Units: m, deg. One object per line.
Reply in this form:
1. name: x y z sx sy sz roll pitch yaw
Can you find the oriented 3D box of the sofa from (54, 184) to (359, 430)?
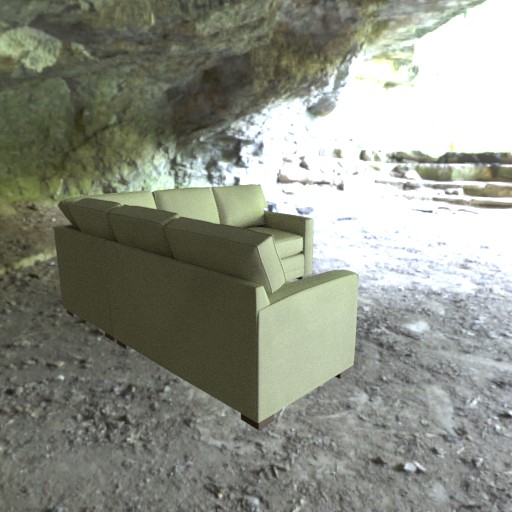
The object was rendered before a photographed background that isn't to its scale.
1. sofa: 0.000 0.000 3.440 2.182 0.939 2.189 13 19 43
